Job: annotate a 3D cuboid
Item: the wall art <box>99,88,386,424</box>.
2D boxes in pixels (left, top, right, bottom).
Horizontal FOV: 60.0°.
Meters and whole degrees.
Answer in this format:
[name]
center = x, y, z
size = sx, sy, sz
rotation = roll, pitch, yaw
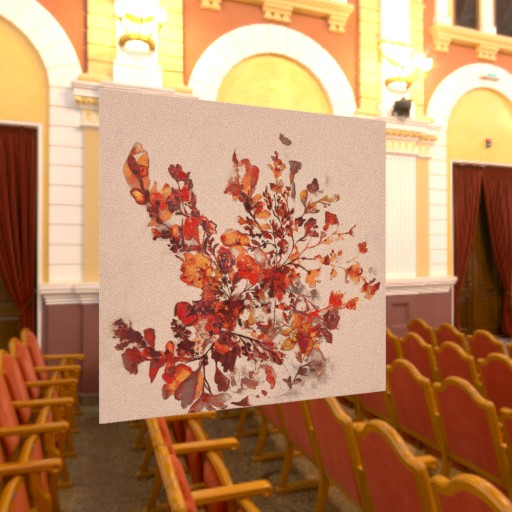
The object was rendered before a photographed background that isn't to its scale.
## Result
[wall art]
center = 0.000, 0.000, 1.135
size = 0.757, 0.757, 0.037
rotation = 0, 0, -19
